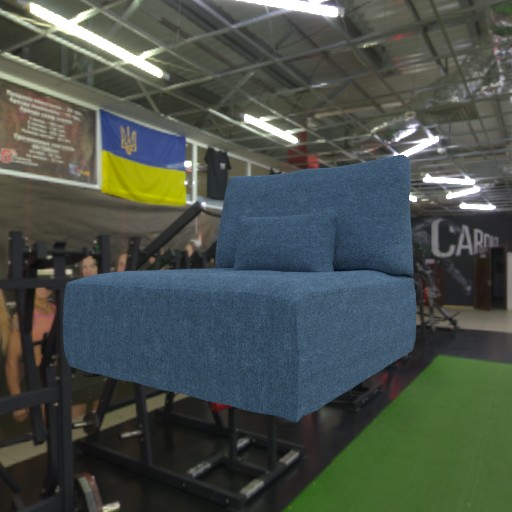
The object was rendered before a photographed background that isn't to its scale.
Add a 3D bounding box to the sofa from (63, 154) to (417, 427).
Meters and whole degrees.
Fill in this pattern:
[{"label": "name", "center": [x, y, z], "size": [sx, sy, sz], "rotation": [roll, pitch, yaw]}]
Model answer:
[{"label": "sofa", "center": [0.000, 0.000, 1.674], "size": [0.930, 0.820, 1.000], "rotation": [0, 0, 35]}]
